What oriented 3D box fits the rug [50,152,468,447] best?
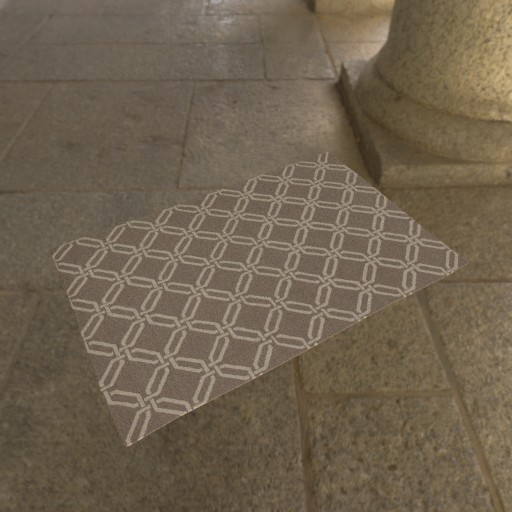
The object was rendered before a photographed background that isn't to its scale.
[{"bbox_3d":[0.000,0.000,2.187,1.748,0.010,1.142,-23,50,-21],"label":"rug"}]
